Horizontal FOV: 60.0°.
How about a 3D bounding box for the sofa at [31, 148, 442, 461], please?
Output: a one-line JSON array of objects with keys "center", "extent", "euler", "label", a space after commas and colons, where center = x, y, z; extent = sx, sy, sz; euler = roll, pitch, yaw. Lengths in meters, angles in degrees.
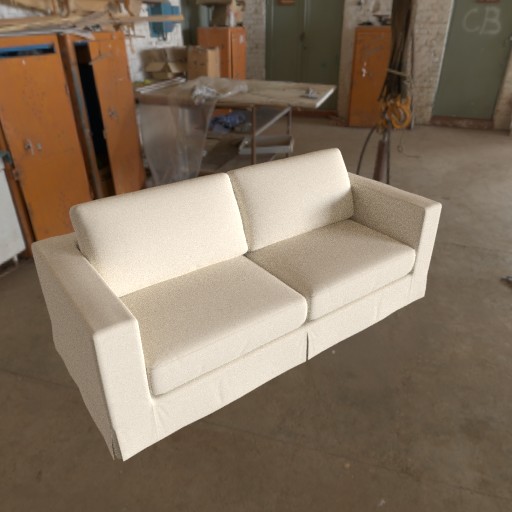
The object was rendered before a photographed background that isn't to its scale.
[{"center": [0.000, 0.000, 2.550], "extent": [2.163, 0.881, 0.954], "euler": [-20, 34, -32], "label": "sofa"}]
